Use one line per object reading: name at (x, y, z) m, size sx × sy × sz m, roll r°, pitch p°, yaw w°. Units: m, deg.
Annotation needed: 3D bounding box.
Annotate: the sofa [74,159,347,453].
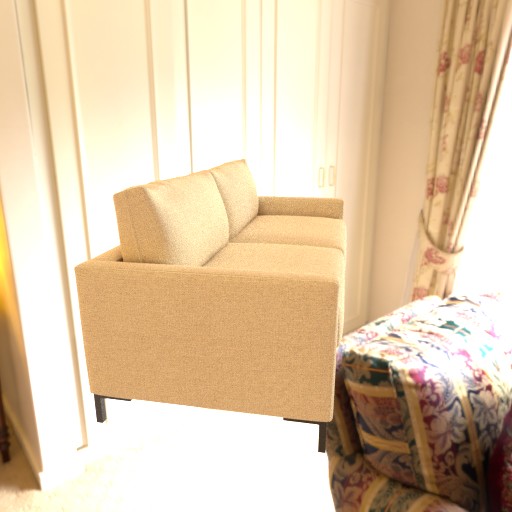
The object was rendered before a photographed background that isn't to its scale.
sofa at (0.000, 0.000, 2.094) m, size 0.839 × 0.812 × 1.651 m, roll 3°, pitch 16°, yaw 11°
